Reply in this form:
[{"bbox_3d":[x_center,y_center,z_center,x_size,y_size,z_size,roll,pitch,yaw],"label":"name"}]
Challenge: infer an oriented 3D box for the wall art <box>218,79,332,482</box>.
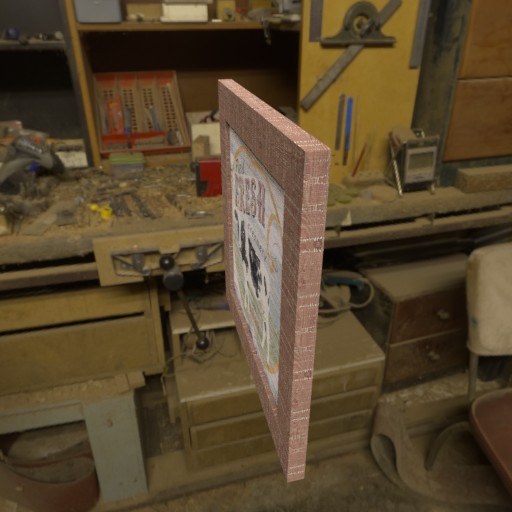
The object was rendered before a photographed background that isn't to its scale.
[{"bbox_3d":[0.000,0.000,0.801,0.029,0.531,0.531,-7,30,-12],"label":"wall art"}]
